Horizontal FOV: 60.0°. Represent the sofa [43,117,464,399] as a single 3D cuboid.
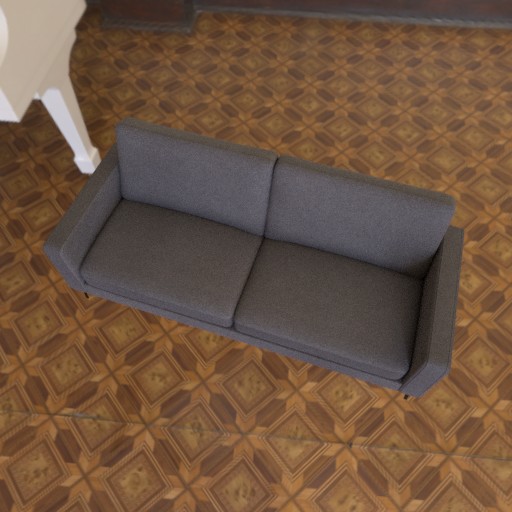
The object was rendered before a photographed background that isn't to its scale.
[{"bbox_3d":[0.000,0.000,2.284,1.925,0.828,0.774,16,60,10],"label":"sofa"}]
